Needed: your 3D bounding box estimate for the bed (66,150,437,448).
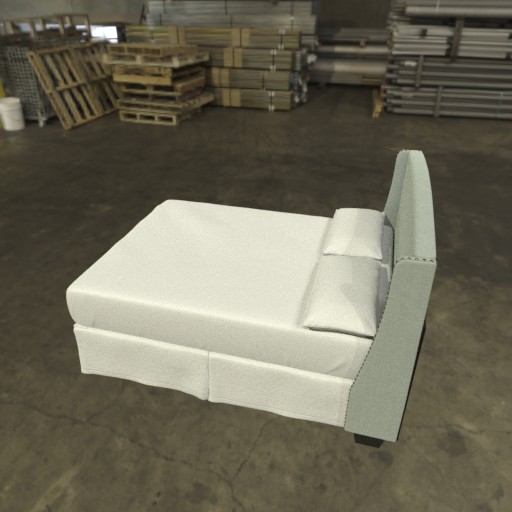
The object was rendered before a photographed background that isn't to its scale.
[{"bbox_3d":[0.000,0.000,3.253,2.237,1.407,1.710,8,32,13],"label":"bed"}]
